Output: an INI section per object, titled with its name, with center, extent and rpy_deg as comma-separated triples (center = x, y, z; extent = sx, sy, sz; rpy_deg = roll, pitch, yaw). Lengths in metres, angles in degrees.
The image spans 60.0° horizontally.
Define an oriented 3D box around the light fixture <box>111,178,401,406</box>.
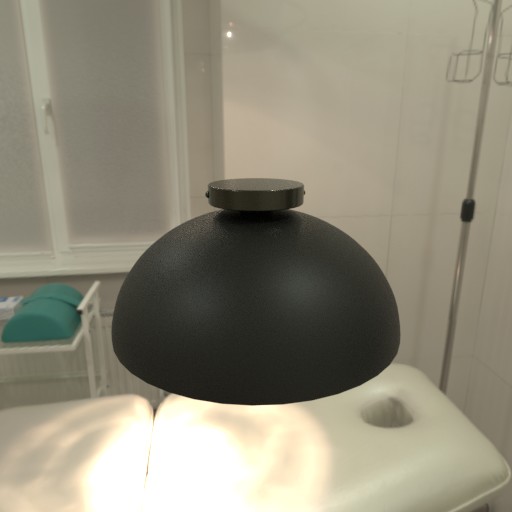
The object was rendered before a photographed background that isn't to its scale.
[light fixture]
center = 0.000, 0.000, 0.546
extent = 0.355, 0.177, 0.355
rpy_deg = 0, 17, 0
